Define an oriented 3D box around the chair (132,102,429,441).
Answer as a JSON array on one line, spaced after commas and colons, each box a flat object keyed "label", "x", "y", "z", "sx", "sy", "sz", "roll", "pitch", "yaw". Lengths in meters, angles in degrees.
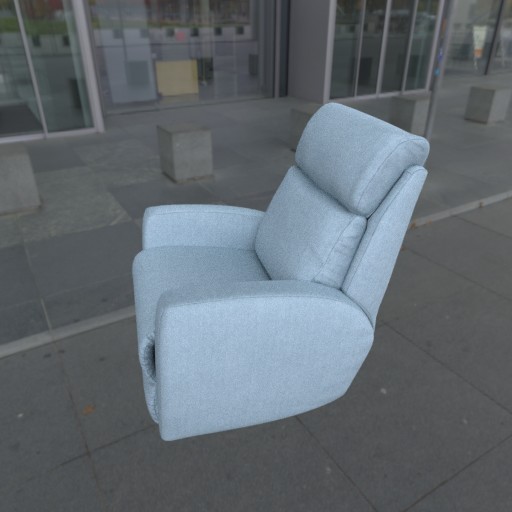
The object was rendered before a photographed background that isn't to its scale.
[{"label": "chair", "x": 0.000, "y": 0.000, "z": 1.679, "sx": 0.940, "sy": 1.013, "sz": 0.812, "roll": -8, "pitch": 30, "yaw": -14}]
